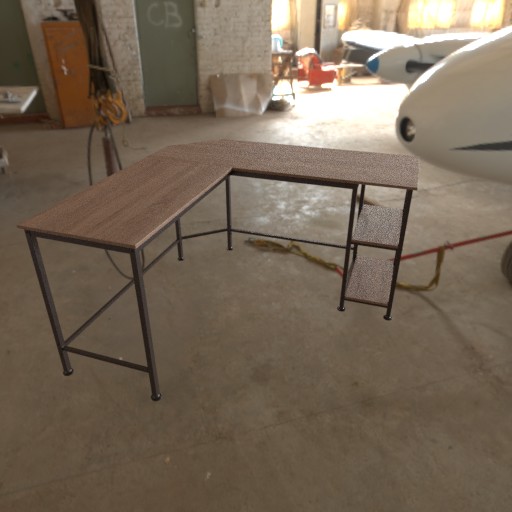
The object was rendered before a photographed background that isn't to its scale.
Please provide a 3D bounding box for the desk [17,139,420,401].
[{"bbox_3d":[0.000,0.000,2.174,1.379,0.739,1.379,9,30,16],"label":"desk"}]
